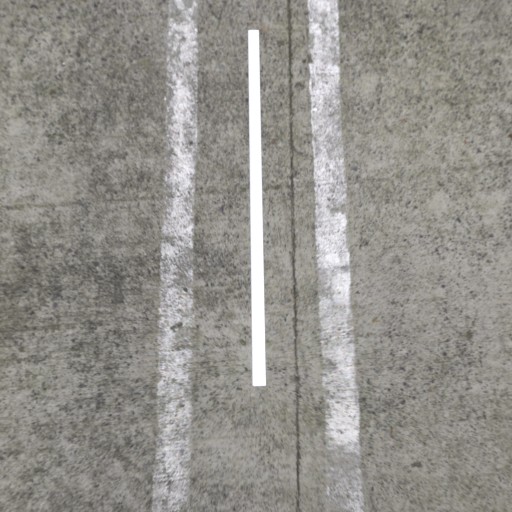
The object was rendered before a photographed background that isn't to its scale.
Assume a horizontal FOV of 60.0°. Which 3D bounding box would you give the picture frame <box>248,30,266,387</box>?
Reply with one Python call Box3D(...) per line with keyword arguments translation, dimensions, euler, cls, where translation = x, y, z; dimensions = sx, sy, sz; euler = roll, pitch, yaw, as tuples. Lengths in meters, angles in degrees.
Box3D(translation=(0.000, 0.000, 0.701), dimensions=(0.012, 0.534, 0.381), euler=(-1, 75, 0), cls="picture frame")
